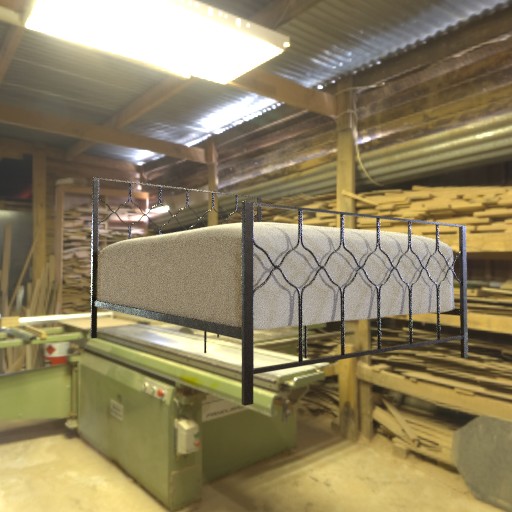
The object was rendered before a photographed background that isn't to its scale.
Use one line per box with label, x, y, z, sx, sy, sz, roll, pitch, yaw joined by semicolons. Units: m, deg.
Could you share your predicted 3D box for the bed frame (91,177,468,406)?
bed frame;0.000;0.000;3.005;1.597;1.222;2.063;1;-2;-36
